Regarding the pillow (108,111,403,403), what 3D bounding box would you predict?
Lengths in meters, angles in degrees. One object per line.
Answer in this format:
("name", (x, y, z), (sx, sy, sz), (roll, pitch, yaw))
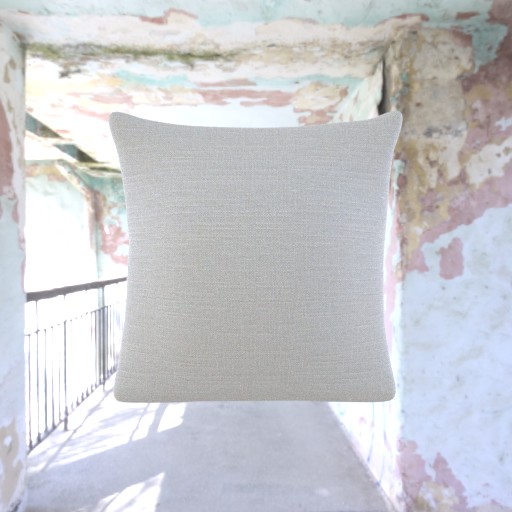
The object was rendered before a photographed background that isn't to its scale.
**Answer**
("pillow", (0.000, 0.000, 0.688), (0.451, 0.449, 0.191), (0, 1, -1))
